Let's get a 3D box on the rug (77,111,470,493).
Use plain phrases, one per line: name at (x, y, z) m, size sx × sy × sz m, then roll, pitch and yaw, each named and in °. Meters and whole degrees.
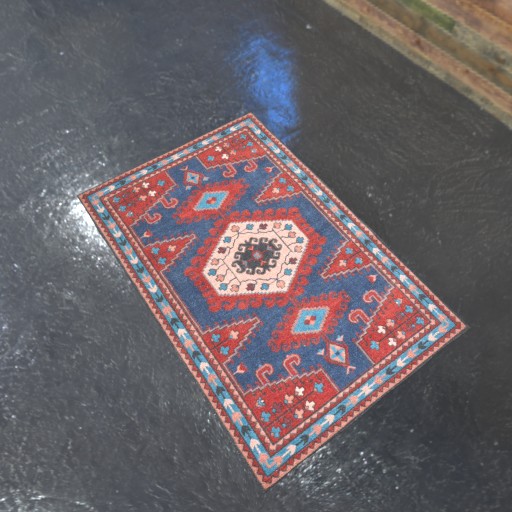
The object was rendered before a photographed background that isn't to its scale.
rug at (0.000, 0.000, 2.296) m, size 1.207 × 0.012 × 1.820 m, roll -31°, pitch 64°, yaw -17°
